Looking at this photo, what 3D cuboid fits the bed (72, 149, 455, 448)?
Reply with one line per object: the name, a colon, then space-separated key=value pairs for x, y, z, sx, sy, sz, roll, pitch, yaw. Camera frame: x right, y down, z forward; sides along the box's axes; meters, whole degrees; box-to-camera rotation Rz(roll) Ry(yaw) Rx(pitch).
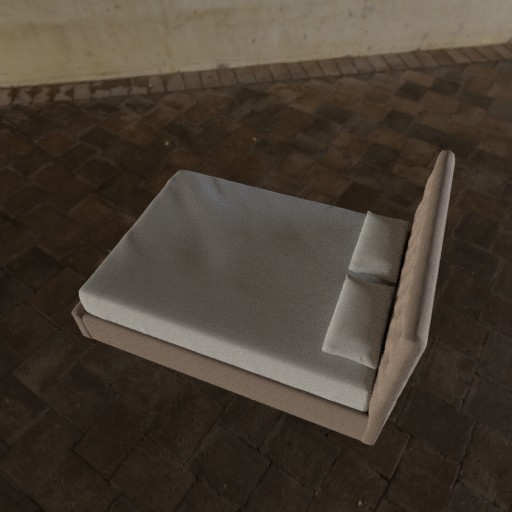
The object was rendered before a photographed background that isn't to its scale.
bed: x=0.000 y=0.000 z=3.398 sx=2.387 sy=1.427 sz=1.698 roll=16 pitch=50 yaw=14
